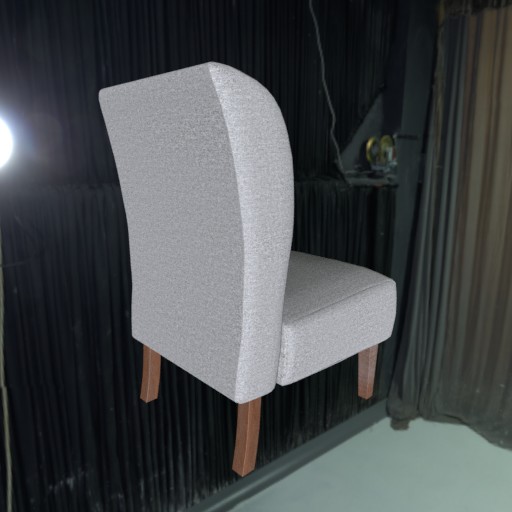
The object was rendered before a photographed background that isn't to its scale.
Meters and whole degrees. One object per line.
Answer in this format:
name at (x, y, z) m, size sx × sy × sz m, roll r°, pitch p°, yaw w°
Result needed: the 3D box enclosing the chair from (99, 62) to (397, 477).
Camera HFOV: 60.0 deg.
chair at (0.000, 0.000, 1.139) m, size 0.592 × 0.804 × 0.513 m, roll -12°, pitch 18°, yaw -42°
